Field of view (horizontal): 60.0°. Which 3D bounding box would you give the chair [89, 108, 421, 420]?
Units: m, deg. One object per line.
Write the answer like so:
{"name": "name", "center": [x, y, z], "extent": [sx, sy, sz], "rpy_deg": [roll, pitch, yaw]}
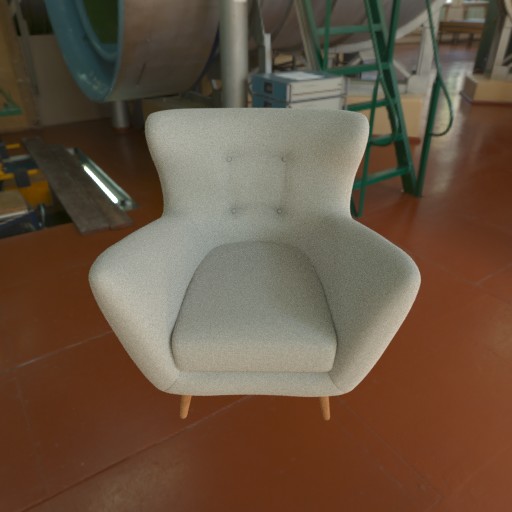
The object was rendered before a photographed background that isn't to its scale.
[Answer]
{"name": "chair", "center": [0.000, 0.000, 1.582], "extent": [0.890, 0.889, 0.889], "rpy_deg": [0, 31, 1]}
